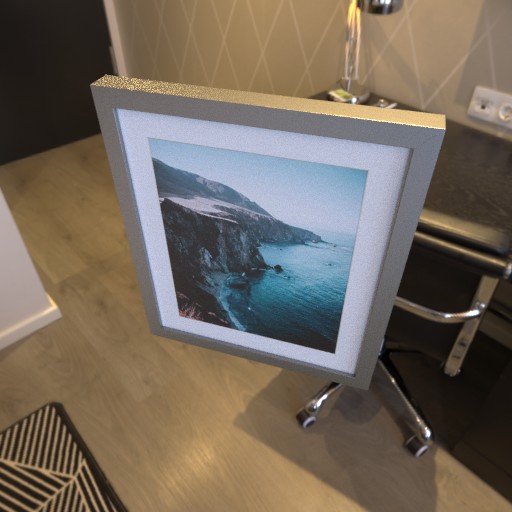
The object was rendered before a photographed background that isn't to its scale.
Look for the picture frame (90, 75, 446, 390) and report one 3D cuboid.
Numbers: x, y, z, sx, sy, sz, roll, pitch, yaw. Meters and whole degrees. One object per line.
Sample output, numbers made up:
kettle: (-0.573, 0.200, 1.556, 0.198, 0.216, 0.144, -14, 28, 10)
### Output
picture frame: (0.000, 0.000, 1.346, 0.839, 0.968, 0.073, 12, 42, 13)
